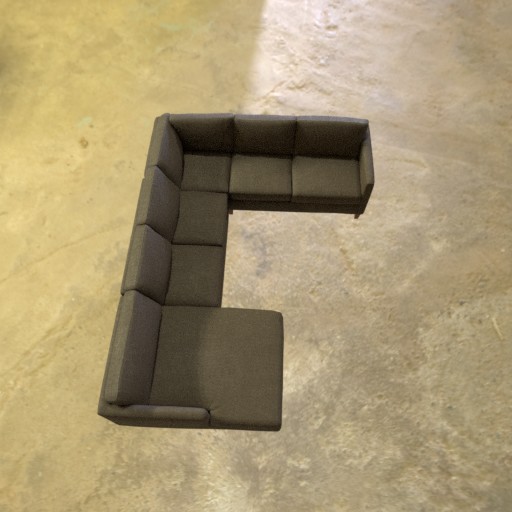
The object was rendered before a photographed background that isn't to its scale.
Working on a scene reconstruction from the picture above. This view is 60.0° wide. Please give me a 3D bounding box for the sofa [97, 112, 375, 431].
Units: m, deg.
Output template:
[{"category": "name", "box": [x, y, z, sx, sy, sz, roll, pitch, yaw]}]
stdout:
[{"category": "sofa", "box": [0.000, 0.000, 4.727, 2.594, 0.961, 3.460, 2, 62, 1]}]
